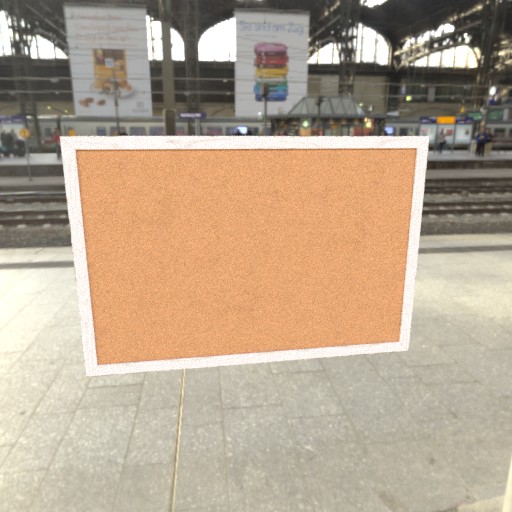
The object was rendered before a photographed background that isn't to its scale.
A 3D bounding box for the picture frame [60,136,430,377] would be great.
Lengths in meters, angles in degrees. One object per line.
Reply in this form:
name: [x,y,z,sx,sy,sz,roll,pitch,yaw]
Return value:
picture frame: [0.000,0.000,1.225,0.950,0.640,0.029,-2,15,-9]
